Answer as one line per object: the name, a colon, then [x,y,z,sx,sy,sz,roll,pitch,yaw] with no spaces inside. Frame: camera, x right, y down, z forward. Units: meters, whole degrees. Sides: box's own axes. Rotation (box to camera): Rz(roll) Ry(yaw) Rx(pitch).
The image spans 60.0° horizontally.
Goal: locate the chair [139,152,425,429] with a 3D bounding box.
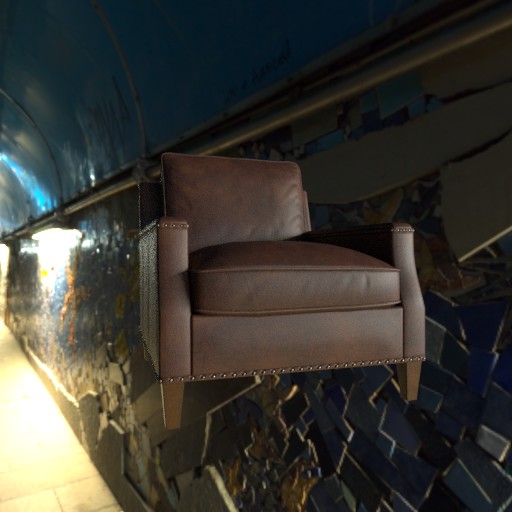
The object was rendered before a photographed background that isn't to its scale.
chair: [0.000,0.000,1.746,0.853,0.929,1.014,0,0,-18]
